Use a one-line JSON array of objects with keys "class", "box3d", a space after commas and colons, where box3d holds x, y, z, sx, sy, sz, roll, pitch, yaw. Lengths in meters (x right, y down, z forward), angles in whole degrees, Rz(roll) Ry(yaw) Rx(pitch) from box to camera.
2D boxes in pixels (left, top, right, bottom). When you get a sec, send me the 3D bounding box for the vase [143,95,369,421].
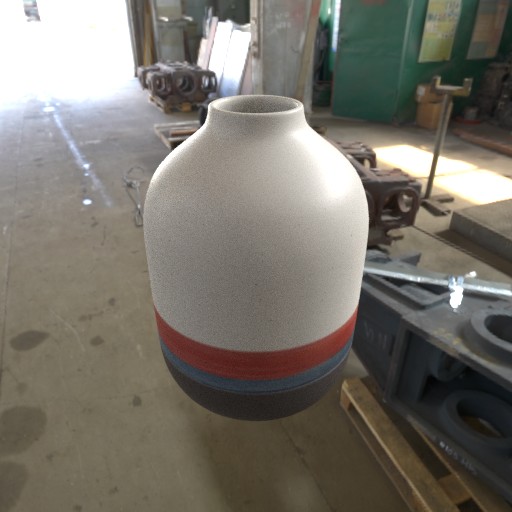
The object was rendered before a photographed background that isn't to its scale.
[{"class": "vase", "box3d": [0.000, 0.000, 0.357, 0.169, 0.237, 0.169, 0, 30, 0]}]
